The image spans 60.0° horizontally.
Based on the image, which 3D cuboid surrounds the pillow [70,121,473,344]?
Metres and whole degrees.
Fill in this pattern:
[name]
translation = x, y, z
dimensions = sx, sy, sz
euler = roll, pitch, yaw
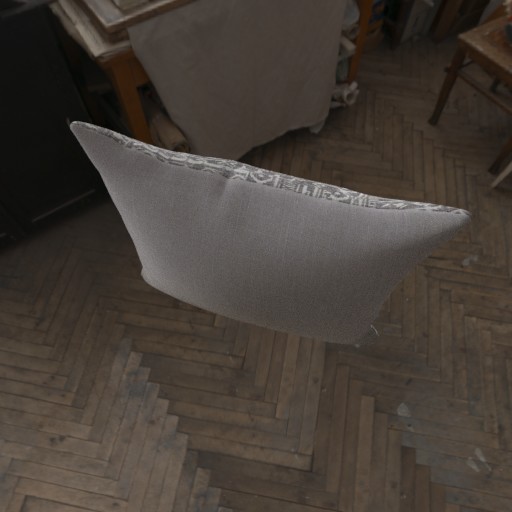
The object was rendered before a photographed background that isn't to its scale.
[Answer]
[pillow]
translation = 0.000, 0.000, 0.776
dimensions = 0.546, 0.487, 0.180
euler = 14, 63, 8
